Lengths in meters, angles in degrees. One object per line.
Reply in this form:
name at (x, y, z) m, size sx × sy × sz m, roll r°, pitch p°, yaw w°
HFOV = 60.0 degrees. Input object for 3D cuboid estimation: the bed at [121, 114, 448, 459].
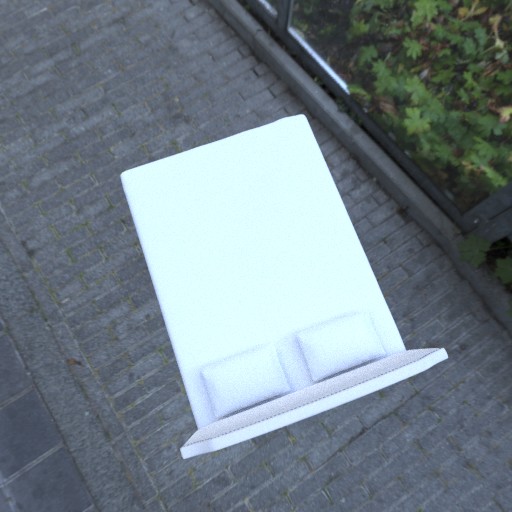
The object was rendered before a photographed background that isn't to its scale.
bed at (0.000, 0.000, 3.005) m, size 1.558 × 1.270 × 1.999 m, roll -19°, pitch 77°, yaw -5°
